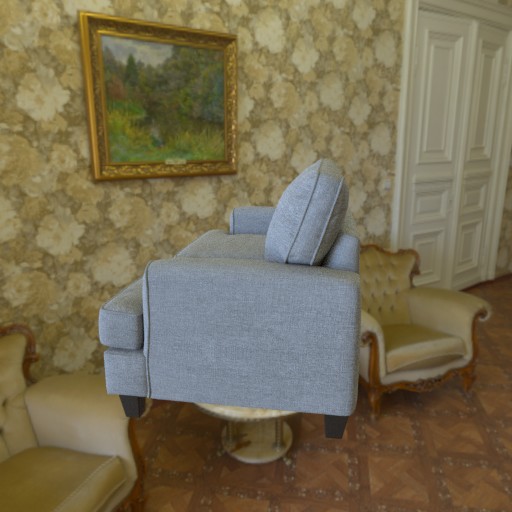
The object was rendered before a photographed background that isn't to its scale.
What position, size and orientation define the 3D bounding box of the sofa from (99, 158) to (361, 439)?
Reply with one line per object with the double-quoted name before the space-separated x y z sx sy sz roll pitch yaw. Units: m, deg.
"sofa" 0.000 0.000 2.295 0.965 0.965 1.651 2 14 9
